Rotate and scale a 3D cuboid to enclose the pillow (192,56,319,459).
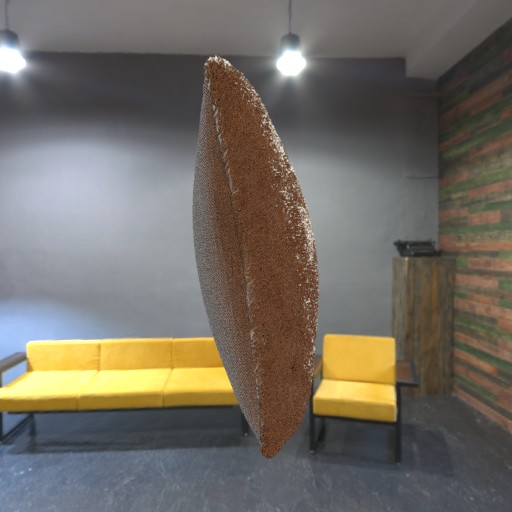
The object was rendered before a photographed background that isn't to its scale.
[{"bbox_3d":[0.000,0.000,0.814,0.218,0.515,0.529,0,1,-1],"label":"pillow"}]
